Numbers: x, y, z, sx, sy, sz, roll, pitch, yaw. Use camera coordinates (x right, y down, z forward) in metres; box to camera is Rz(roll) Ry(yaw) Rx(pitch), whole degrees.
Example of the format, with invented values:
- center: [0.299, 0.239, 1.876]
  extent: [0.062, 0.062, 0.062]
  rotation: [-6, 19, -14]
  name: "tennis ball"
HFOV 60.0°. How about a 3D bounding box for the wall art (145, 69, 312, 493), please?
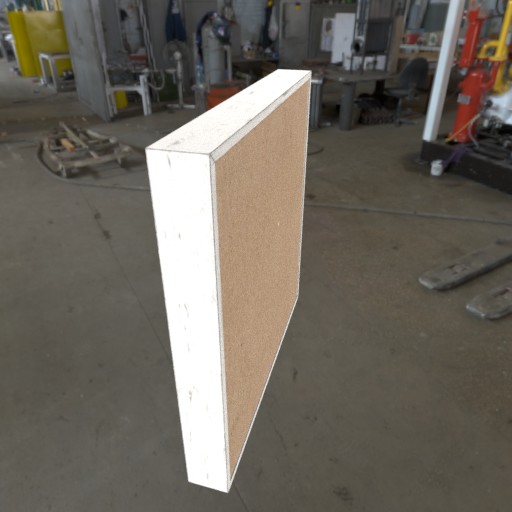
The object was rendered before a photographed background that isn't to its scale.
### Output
- center: [0.000, 0.000, 0.442]
  extent: [0.038, 0.305, 0.305]
  rotation: [8, 32, 14]
  name: "wall art"
